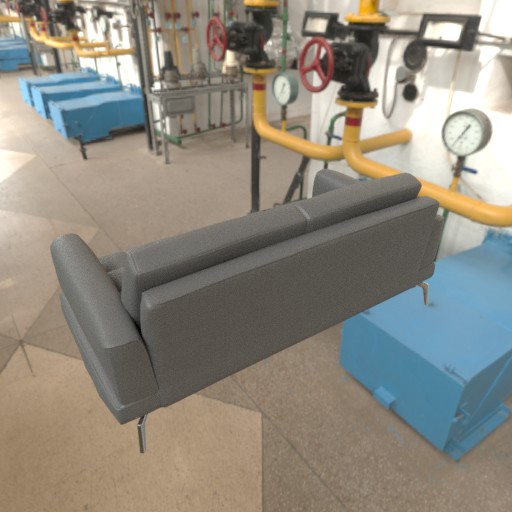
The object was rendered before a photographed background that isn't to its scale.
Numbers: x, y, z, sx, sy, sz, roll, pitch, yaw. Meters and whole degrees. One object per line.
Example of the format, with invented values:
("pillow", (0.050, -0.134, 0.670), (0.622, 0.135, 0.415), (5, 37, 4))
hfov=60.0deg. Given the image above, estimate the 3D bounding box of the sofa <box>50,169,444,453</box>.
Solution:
("sofa", (0.000, 0.000, 2.674), (2.177, 0.930, 1.121), (-19, 36, -29))
